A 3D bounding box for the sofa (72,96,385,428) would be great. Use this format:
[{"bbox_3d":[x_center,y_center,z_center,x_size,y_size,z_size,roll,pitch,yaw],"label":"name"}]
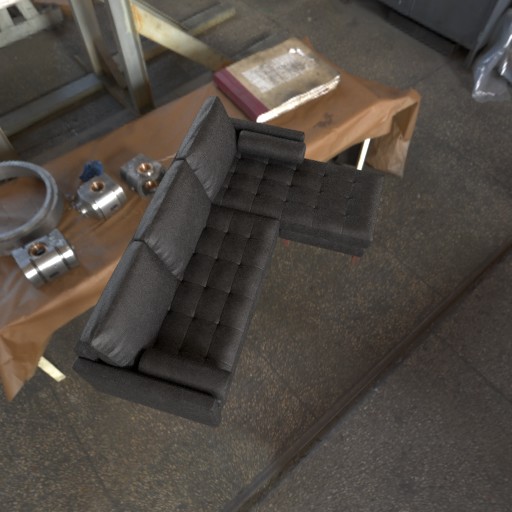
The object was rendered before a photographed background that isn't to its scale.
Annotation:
[{"bbox_3d":[0.000,0.000,3.009,1.497,0.876,2.178,14,59,8],"label":"sofa"}]
